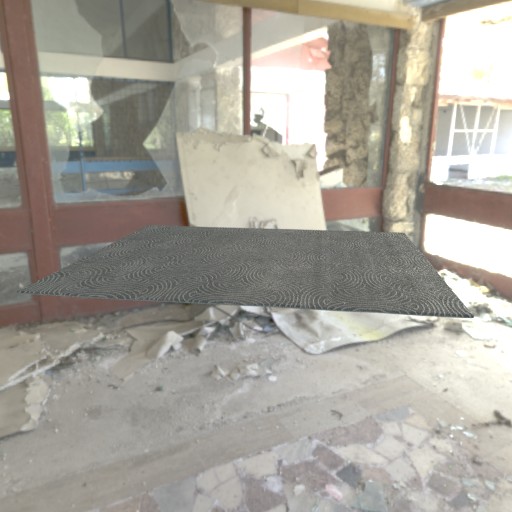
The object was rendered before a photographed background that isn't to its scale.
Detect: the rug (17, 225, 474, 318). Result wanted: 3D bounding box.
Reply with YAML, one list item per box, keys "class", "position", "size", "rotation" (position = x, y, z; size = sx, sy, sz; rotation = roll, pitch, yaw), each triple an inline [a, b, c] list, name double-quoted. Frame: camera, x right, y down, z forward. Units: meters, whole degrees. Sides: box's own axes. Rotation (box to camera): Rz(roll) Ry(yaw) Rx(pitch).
- class: "rug"
  position: [0.000, 0.000, 4.068]
  size: [3.042, 0.021, 2.456]
  rotation: [2, 15, 8]
